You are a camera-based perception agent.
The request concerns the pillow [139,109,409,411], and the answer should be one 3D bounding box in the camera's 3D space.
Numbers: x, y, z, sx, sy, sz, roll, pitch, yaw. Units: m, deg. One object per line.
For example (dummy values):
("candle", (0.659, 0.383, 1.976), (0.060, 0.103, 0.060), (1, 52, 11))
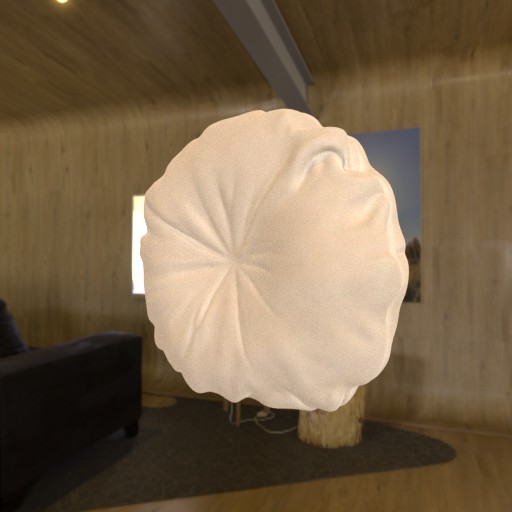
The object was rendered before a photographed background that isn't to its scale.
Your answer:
("pillow", (0.000, 0.000, 0.630), (0.428, 0.407, 0.148), (0, -1, 36))
